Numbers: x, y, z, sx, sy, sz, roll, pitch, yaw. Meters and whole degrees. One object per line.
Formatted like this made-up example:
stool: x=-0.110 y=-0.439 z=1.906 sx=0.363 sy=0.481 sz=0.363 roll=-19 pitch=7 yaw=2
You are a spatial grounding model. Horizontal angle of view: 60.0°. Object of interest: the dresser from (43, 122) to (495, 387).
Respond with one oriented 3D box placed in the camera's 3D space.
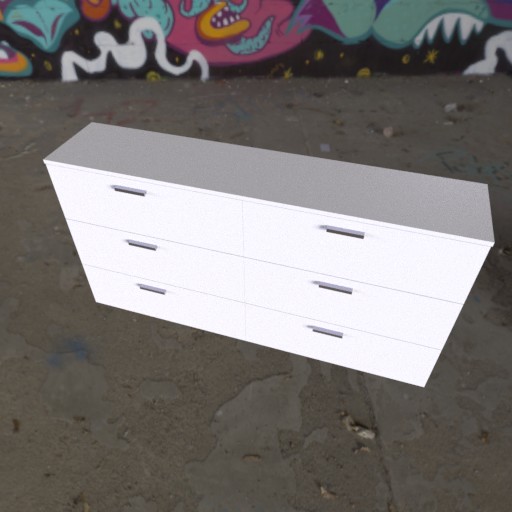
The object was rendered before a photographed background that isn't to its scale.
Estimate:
dresser: x=0.000 y=0.000 z=1.818 sx=1.535 sy=0.790 sz=0.333 roll=12 pitch=44 yaw=13
